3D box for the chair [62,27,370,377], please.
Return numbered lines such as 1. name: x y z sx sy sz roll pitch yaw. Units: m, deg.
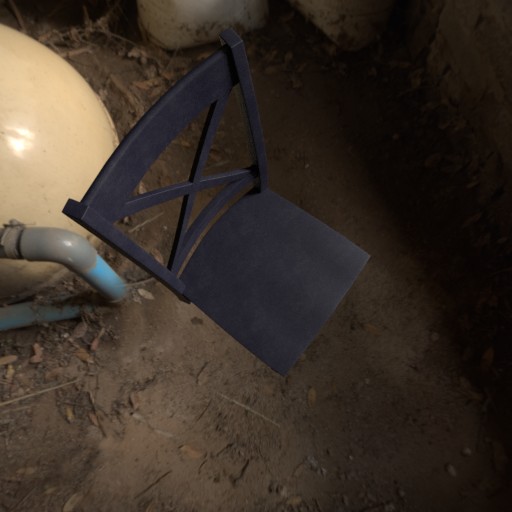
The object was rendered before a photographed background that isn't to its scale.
1. chair: 0.000 0.000 1.268 0.542 0.983 0.485 36 79 9
